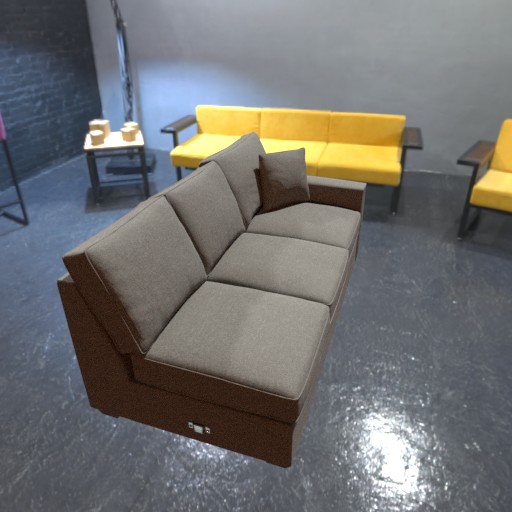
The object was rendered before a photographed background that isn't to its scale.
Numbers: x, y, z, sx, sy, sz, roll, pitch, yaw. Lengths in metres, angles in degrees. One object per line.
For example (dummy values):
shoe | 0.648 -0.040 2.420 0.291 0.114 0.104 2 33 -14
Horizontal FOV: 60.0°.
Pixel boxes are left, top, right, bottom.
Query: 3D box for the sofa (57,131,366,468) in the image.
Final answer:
sofa | 0.000 0.000 2.550 1.034 0.946 1.963 10 31 17
